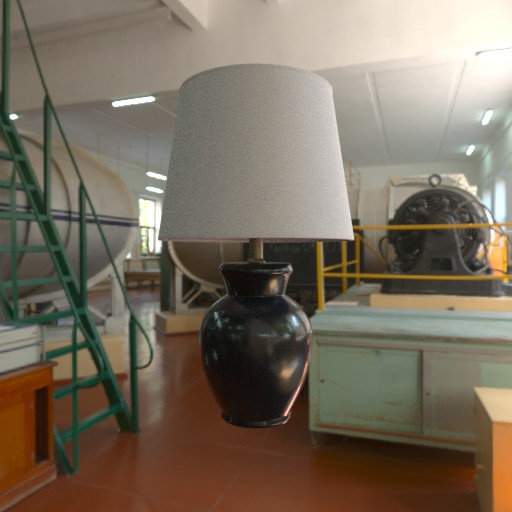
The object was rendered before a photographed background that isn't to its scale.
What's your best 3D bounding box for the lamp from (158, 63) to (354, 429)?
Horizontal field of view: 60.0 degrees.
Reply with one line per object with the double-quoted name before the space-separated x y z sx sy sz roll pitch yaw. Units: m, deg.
"lamp" 0.000 0.000 0.553 0.239 0.399 0.239 0 1 0
